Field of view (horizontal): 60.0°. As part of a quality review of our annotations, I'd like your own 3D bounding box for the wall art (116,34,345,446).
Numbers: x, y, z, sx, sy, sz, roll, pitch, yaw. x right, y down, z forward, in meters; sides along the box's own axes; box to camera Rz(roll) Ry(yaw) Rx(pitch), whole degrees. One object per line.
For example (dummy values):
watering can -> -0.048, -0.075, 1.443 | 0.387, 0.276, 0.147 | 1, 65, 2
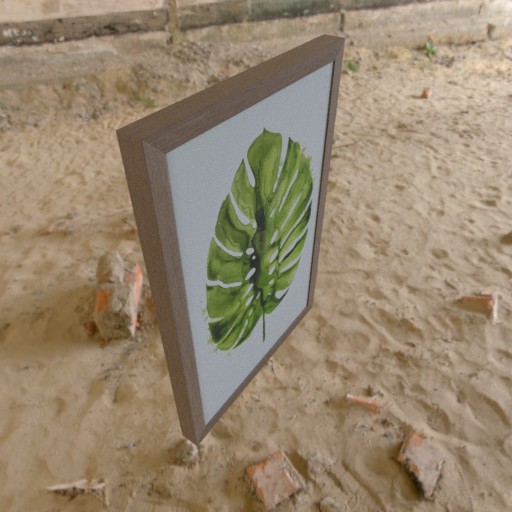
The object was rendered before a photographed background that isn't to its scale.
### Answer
wall art -> 0.000, 0.000, 0.636 | 0.032, 0.510, 0.358 | 25, 46, 26
